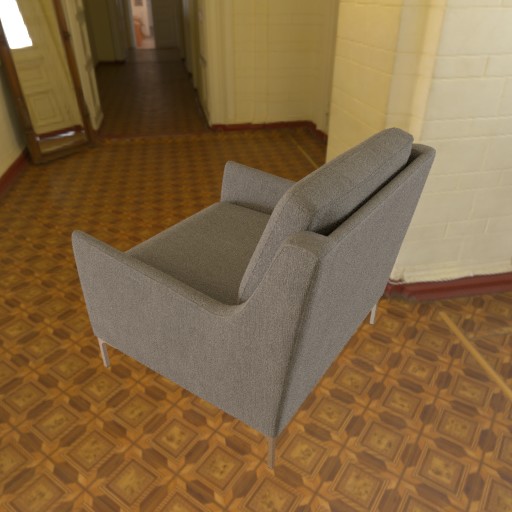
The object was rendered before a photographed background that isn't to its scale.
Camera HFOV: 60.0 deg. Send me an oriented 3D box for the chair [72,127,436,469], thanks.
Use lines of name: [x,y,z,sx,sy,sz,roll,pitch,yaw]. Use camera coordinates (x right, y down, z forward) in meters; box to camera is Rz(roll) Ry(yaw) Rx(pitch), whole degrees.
chair: [0.000,0.000,1.503,0.849,0.828,0.847,19,36,29]
